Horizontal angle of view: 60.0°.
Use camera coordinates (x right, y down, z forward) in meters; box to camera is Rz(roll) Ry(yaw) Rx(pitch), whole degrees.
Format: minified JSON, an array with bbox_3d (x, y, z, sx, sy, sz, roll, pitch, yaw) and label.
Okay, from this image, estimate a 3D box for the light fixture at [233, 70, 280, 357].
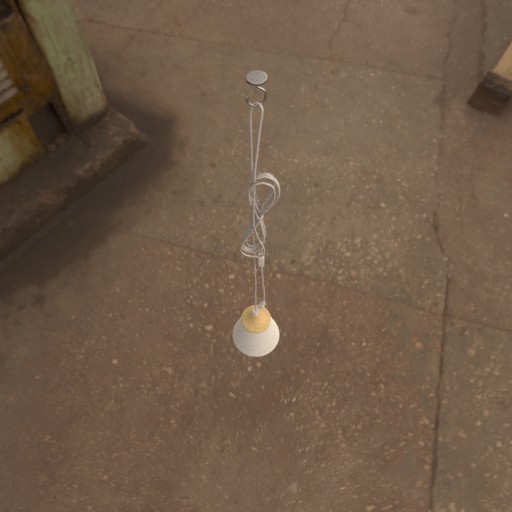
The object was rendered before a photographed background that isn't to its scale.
[{"bbox_3d":[0.000,0.000,1.045,0.153,0.966,0.153,16,59,10],"label":"light fixture"}]
